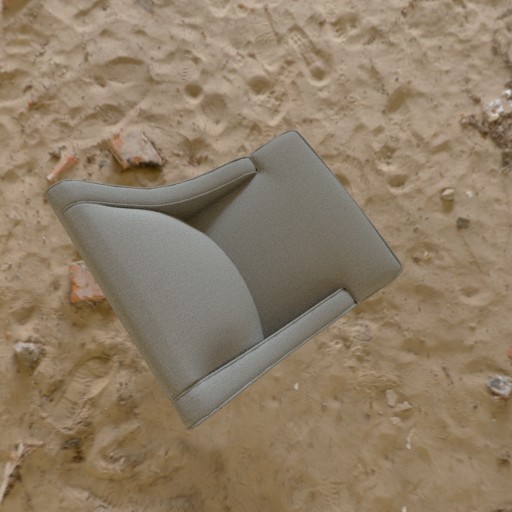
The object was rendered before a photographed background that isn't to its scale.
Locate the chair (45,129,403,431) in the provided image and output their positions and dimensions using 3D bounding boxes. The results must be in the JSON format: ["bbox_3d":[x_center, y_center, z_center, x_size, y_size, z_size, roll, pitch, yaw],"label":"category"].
[{"bbox_3d":[0.000,0.000,1.368,0.737,0.864,0.610,-34,79,-8],"label":"chair"}]
